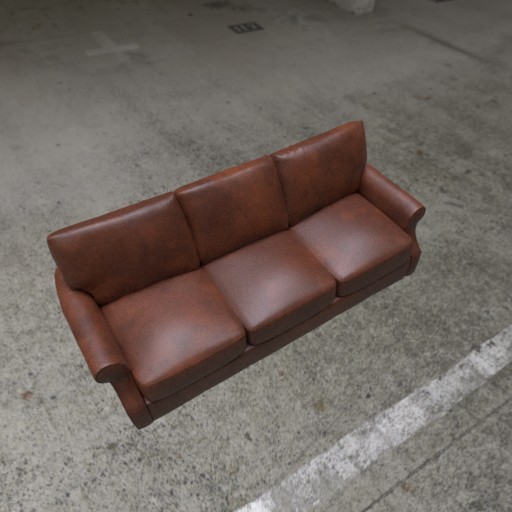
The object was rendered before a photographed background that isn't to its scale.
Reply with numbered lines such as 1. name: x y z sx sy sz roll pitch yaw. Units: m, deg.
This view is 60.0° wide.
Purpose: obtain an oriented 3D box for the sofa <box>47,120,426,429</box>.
1. sofa: 0.000 0.000 2.866 2.351 0.977 0.973 -25 52 -22
